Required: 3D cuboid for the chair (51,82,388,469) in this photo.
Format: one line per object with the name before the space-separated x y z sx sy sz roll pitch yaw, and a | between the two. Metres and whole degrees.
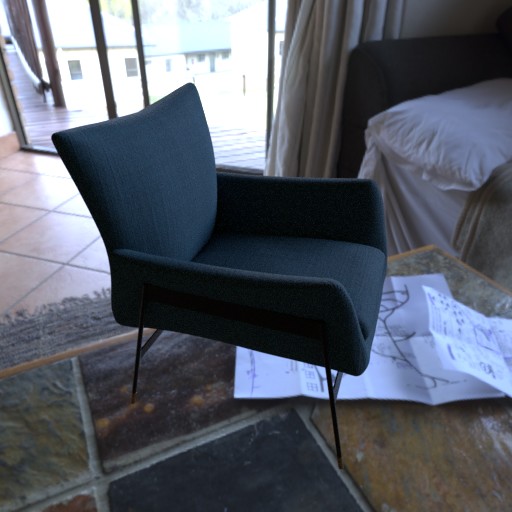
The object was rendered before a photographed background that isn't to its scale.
chair | 0.000 0.000 1.355 0.769 0.859 0.678 10 33 17
